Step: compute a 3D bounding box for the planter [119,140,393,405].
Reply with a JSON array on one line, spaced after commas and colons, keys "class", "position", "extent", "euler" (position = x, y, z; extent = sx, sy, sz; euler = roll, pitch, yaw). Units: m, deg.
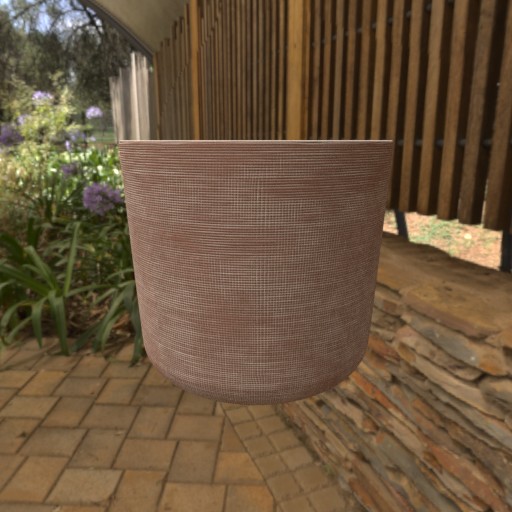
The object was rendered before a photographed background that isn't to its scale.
[{"class": "planter", "position": [0.000, 0.000, 0.790], "extent": [0.440, 0.398, 0.440], "euler": [0, 15, 0]}]
